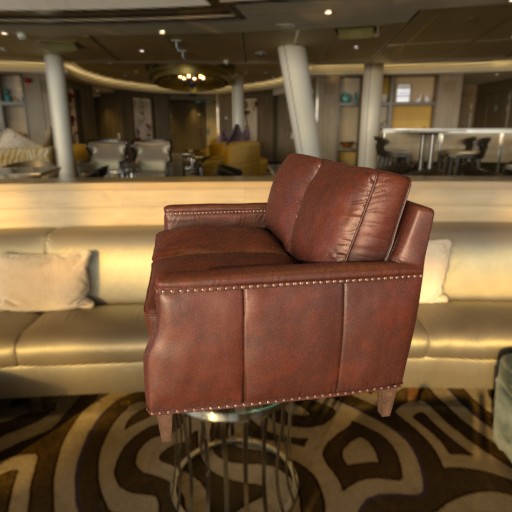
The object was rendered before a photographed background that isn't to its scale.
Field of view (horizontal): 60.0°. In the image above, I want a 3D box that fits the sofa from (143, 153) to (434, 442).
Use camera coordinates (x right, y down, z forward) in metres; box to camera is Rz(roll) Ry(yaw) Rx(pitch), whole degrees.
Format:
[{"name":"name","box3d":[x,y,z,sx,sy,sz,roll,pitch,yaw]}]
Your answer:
[{"name":"sofa","box3d":[0.000,0.000,2.322,1.083,1.003,1.628,-3,16,-10]}]
